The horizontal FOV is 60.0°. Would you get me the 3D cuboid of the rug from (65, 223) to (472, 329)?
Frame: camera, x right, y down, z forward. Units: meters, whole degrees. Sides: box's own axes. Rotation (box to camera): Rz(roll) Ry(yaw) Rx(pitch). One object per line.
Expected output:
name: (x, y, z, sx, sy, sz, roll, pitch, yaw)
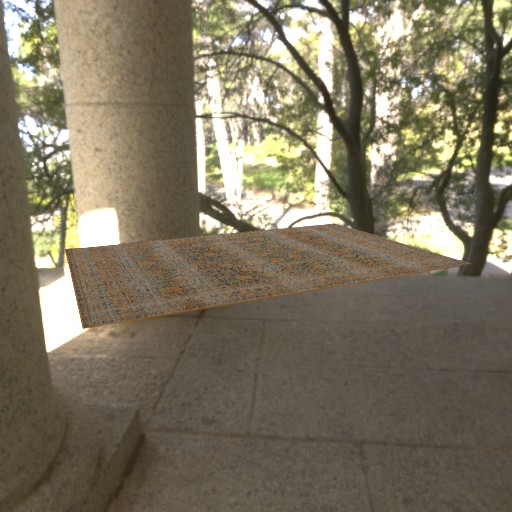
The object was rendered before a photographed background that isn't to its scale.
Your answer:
rug: (0.000, 0.000, 3.013, 2.336, 0.007, 1.525, -7, 16, -24)
